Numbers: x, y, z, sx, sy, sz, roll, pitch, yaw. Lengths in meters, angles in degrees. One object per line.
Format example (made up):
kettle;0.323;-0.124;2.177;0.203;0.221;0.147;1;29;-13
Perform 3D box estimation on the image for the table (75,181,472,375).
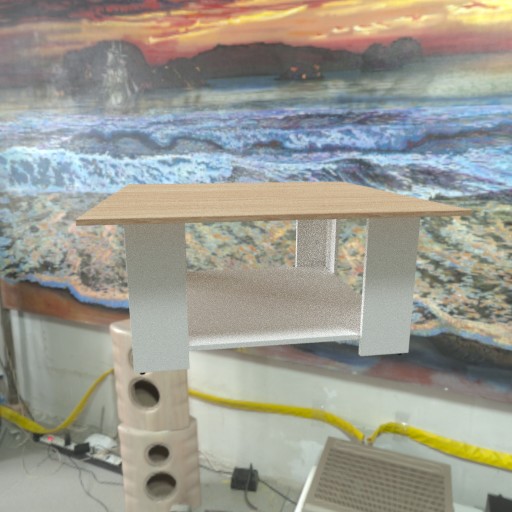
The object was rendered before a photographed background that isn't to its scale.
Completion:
table;0.000;0.000;1.091;0.670;0.305;0.670;-2;14;-9
